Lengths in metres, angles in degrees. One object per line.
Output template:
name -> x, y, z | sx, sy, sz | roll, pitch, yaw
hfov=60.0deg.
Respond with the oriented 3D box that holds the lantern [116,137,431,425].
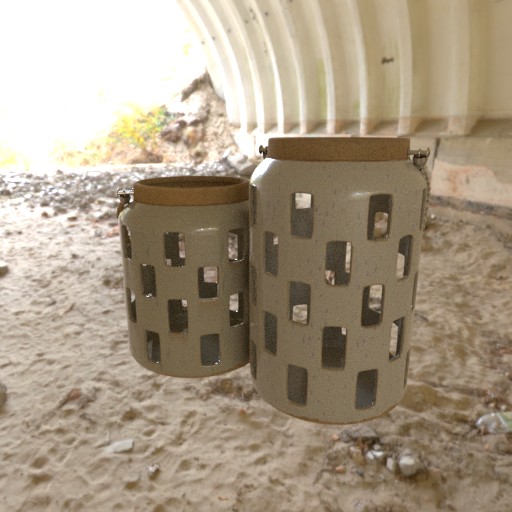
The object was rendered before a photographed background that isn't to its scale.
lantern -> 0.000, 0.000, 0.493 | 0.347, 0.255, 0.184 | 8, 18, 28
